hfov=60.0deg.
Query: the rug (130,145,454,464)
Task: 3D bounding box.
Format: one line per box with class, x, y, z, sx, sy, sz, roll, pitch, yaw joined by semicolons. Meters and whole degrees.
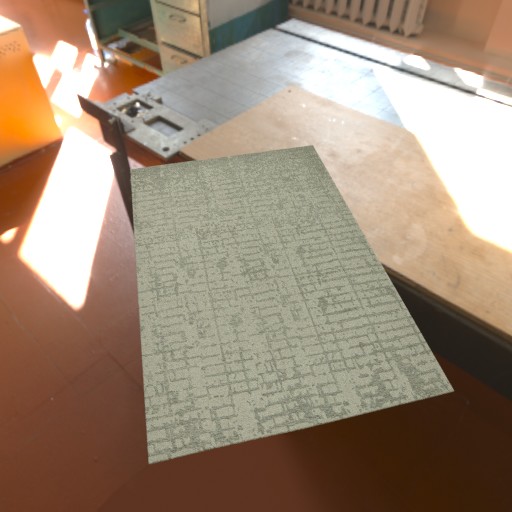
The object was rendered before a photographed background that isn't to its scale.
rug;0.000;0.000;2.289;1.211;0.007;1.827;-10;47;-9
